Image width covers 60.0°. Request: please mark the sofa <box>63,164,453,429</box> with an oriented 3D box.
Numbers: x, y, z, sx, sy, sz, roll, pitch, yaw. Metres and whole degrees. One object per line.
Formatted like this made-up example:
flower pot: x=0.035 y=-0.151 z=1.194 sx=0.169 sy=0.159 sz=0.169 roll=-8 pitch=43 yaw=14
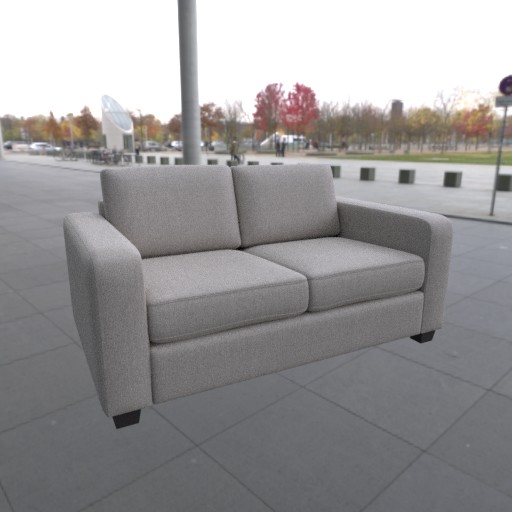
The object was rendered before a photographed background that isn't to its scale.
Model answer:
sofa: x=0.000 y=0.000 z=2.023 sx=1.540 sy=0.800 sz=0.900 roll=-7 pitch=16 yaw=-26
